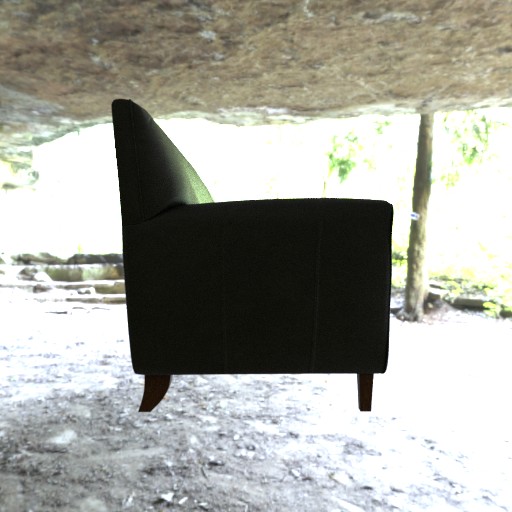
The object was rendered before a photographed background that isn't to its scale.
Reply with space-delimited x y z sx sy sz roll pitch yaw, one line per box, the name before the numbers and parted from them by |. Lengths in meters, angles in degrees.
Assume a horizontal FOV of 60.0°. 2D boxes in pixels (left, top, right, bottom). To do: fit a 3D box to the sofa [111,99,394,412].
sofa | 0.000 0.000 1.925 0.787 0.871 1.473 0 1 0
